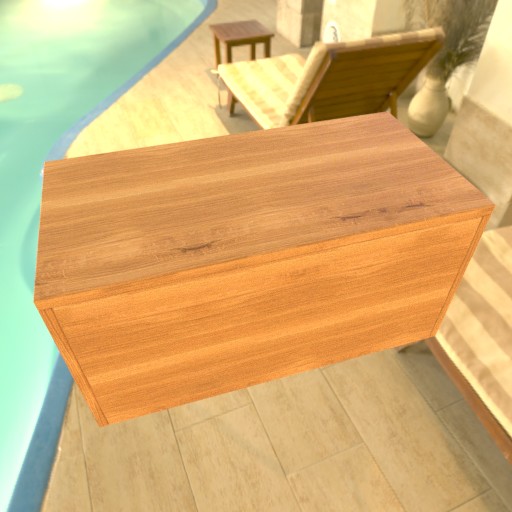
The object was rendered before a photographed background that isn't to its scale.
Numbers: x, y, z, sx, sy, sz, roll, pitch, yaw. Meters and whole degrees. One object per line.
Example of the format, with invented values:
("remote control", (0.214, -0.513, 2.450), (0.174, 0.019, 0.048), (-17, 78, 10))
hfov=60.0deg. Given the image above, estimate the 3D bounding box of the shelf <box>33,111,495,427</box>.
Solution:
("shelf", (0.000, 0.000, 1.004), (0.800, 0.400, 0.400), (-12, 45, -12))
